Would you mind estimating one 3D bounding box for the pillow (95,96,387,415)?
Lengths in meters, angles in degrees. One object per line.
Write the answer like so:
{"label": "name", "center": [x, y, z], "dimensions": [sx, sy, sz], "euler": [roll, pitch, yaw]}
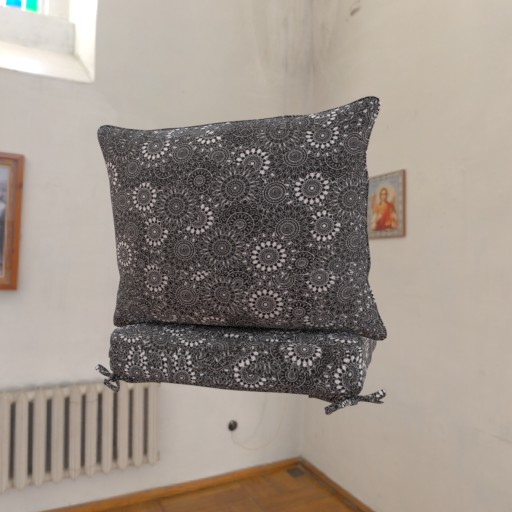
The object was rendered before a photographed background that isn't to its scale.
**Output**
{"label": "pillow", "center": [0.000, 0.000, 1.386], "dimensions": [0.798, 0.722, 0.740], "euler": [0, -1, 18]}
